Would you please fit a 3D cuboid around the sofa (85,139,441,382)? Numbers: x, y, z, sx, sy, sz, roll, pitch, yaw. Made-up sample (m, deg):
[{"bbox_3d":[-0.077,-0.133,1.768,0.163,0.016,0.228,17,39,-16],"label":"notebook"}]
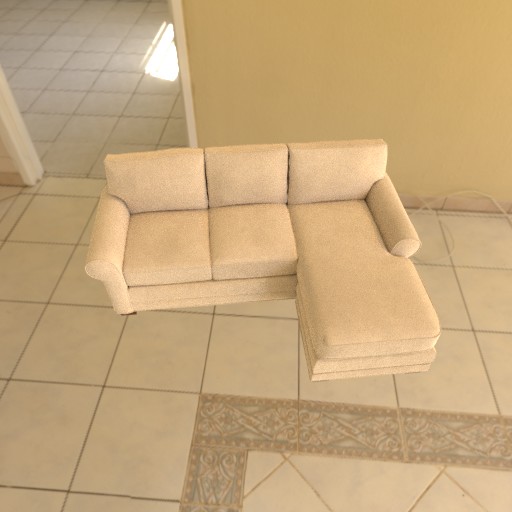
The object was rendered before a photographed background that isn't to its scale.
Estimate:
[{"bbox_3d":[0.000,0.000,2.410,1.770,0.734,1.226,-4,47,-4],"label":"sofa"}]
